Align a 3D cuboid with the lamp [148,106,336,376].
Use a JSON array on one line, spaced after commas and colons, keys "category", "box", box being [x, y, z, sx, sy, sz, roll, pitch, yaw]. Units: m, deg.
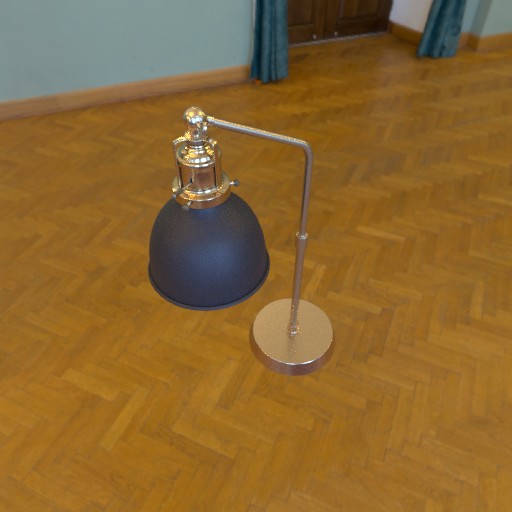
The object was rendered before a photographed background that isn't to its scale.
[{"category": "lamp", "box": [0.000, 0.000, 0.609, 0.291, 0.456, 0.160, -16, 47, -15]}]
